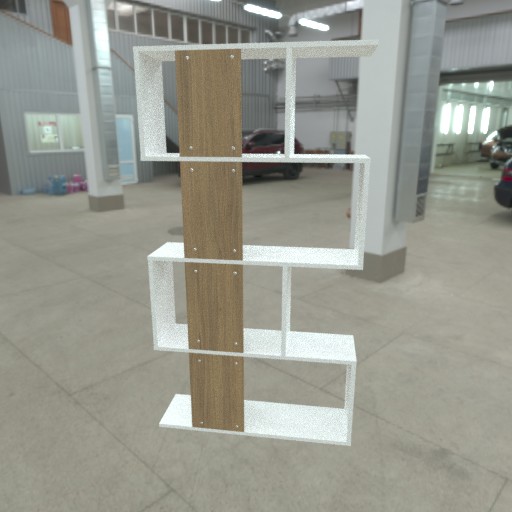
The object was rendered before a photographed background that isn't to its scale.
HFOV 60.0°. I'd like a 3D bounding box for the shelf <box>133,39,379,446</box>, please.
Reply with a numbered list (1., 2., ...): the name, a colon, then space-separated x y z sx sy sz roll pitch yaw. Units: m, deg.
1. shelf: 0.000 0.000 1.926 0.890 1.650 0.250 2 16 8
